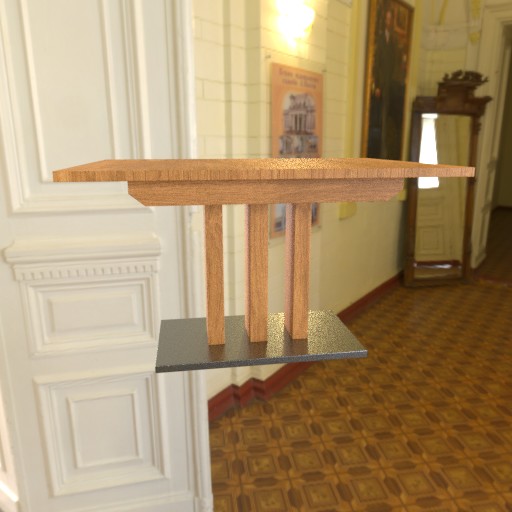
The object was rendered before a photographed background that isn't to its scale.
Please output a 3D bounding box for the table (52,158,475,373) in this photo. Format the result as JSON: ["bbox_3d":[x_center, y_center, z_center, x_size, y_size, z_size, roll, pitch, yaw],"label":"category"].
[{"bbox_3d":[0.000,0.000,1.867,1.300,0.770,0.900,-2,15,-9],"label":"table"}]
